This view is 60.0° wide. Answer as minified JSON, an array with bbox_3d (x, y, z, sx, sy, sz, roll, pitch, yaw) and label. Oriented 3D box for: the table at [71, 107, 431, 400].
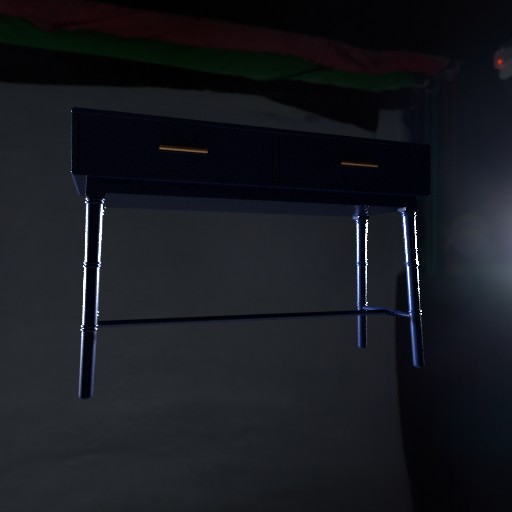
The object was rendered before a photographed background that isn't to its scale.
[{"bbox_3d":[0.000,0.000,1.474,1.118,0.749,0.399,0,-1,-19],"label":"table"}]
